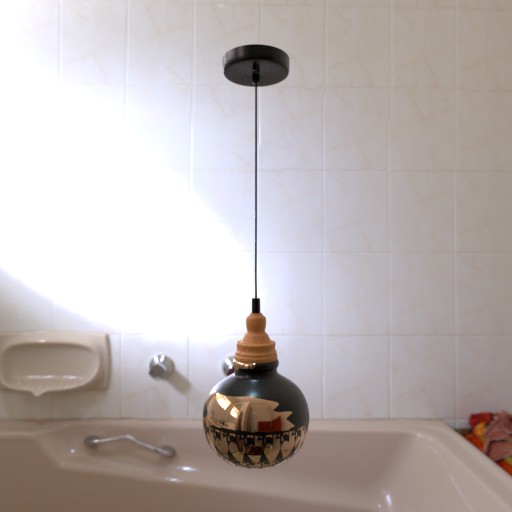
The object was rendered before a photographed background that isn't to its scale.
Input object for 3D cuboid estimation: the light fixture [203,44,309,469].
[{"bbox_3d":[0.000,0.000,1.810,0.430,1.606,0.430,0,-1,1],"label":"light fixture"}]
